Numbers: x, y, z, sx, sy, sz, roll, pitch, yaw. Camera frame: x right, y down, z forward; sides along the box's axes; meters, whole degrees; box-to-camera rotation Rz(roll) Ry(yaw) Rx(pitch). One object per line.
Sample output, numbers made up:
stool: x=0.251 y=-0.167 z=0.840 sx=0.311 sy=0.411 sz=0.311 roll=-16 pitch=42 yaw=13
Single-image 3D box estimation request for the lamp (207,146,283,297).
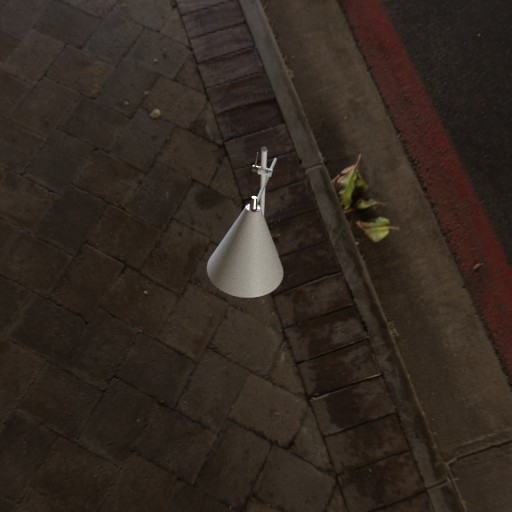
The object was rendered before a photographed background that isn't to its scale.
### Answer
lamp: x=0.000 y=0.000 z=1.639 sx=0.223 sy=1.430 sz=0.508 roll=14 pitch=76 yaw=4
